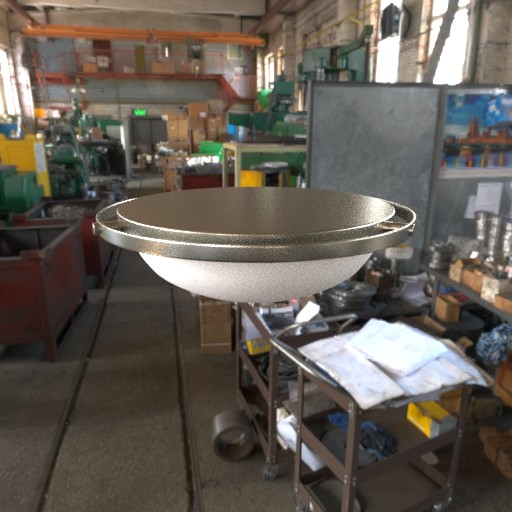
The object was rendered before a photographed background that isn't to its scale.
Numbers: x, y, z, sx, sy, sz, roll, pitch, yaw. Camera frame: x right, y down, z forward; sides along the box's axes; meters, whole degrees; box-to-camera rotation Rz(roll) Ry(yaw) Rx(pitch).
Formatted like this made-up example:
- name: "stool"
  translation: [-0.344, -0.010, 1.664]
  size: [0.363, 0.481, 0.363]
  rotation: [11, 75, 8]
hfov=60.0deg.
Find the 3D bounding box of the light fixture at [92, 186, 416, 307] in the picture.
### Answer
- name: "light fixture"
  translation: [0.000, 0.000, 0.545]
  size: [0.361, 0.130, 0.361]
  rotation: [0, 16, 0]
